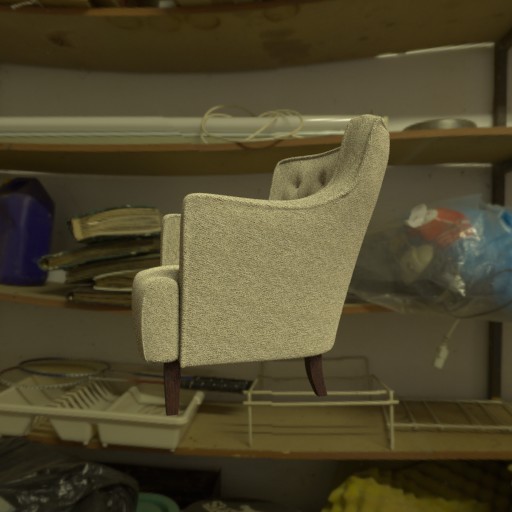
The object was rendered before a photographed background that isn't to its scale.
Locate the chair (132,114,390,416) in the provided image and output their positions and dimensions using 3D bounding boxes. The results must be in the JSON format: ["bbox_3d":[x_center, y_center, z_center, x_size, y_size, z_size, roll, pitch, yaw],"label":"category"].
[{"bbox_3d":[0.000,0.000,1.733,0.910,0.920,0.820,0,0,-17],"label":"chair"}]
